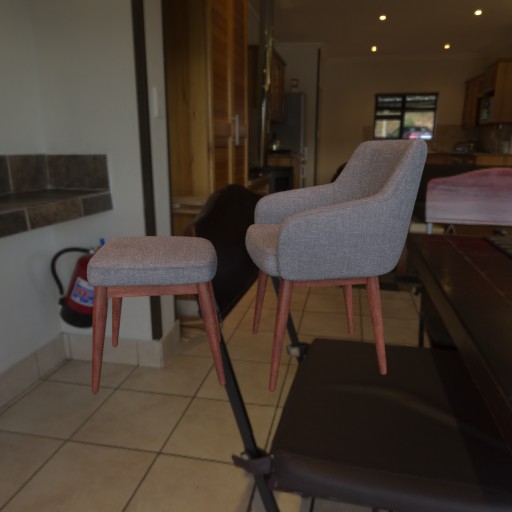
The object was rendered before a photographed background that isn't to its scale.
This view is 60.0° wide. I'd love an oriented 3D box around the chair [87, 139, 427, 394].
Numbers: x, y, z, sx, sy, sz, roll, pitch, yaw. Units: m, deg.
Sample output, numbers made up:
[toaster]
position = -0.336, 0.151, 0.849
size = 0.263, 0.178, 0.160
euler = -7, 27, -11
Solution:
[chair]
position = 0.000, 0.000, 1.568
size = 1.107, 0.799, 0.584
euler = -2, 14, -7
